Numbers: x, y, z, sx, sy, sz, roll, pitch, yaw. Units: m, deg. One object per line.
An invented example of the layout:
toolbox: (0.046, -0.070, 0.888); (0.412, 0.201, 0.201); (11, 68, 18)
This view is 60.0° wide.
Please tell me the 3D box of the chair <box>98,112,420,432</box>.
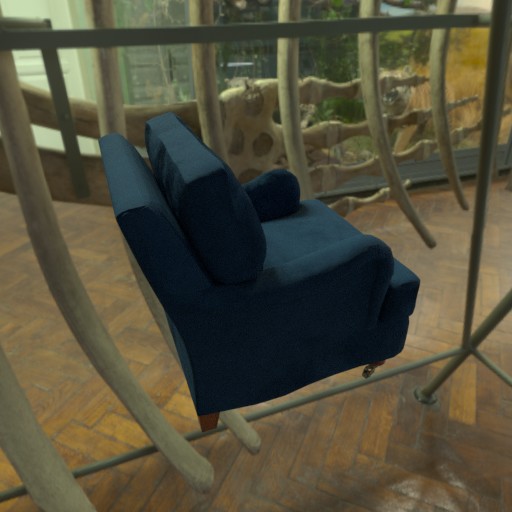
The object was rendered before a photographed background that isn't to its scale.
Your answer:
chair: (0.000, 0.000, 1.858); (1.078, 1.076, 0.895); (-10, 31, -18)
